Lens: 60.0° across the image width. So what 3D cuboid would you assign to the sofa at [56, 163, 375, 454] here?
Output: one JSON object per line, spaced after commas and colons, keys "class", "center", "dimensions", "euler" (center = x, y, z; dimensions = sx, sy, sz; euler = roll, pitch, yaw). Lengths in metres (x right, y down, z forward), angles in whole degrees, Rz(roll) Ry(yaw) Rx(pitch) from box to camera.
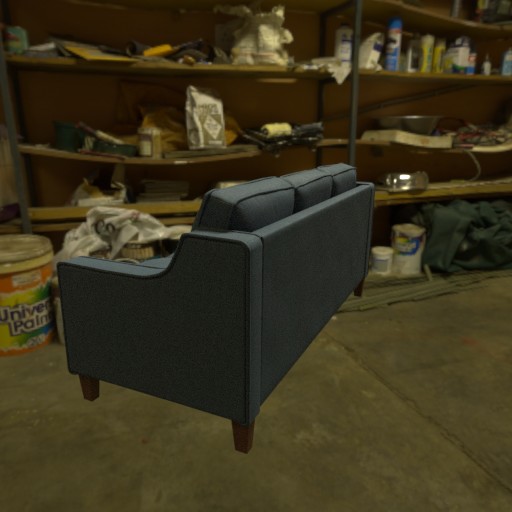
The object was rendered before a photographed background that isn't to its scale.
{"class": "sofa", "center": [0.000, 0.000, 2.535], "dimensions": [0.911, 0.974, 1.986], "euler": [7, 17, 25]}
